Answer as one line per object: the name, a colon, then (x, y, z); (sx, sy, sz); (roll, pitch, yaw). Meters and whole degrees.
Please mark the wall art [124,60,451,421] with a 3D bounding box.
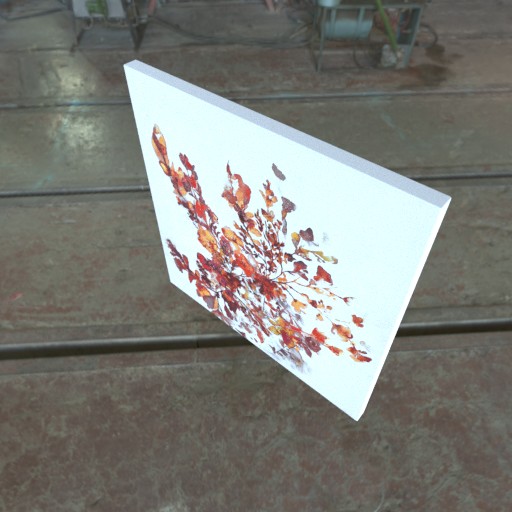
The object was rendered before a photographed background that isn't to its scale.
wall art: (0.000, 0.000, 1.109); (0.757, 0.757, 0.037); (32, 54, 27)
